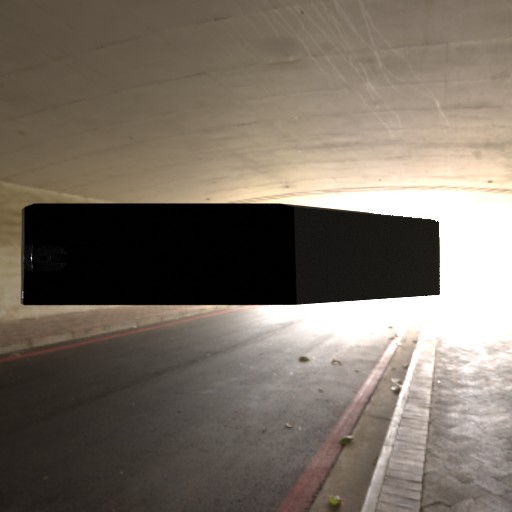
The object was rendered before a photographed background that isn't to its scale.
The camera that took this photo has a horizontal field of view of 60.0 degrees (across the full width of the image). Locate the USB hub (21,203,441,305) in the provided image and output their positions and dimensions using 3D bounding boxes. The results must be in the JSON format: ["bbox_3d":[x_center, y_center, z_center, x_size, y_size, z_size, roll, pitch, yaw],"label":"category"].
[{"bbox_3d":[0.000,0.000,0.121,0.110,0.023,0.044,1,-1,-35],"label":"USB hub"}]
